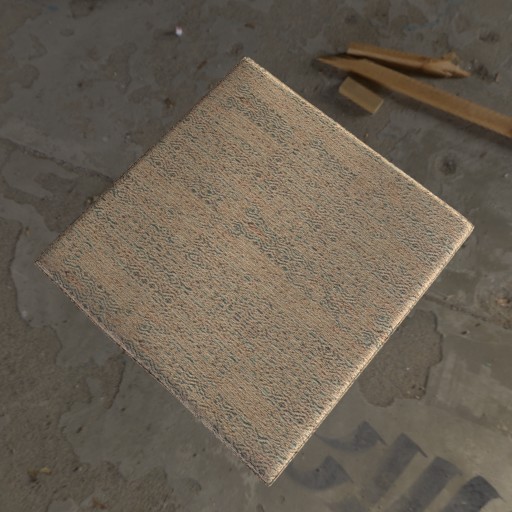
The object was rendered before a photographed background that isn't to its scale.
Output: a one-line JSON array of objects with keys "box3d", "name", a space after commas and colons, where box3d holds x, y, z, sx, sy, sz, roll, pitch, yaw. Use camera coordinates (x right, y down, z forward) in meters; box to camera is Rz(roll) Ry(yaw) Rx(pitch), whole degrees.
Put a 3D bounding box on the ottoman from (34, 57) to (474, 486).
[{"box3d": [0.000, 0.000, 1.509, 0.968, 0.356, 1.004, 40, 79, 10], "name": "ottoman"}]
